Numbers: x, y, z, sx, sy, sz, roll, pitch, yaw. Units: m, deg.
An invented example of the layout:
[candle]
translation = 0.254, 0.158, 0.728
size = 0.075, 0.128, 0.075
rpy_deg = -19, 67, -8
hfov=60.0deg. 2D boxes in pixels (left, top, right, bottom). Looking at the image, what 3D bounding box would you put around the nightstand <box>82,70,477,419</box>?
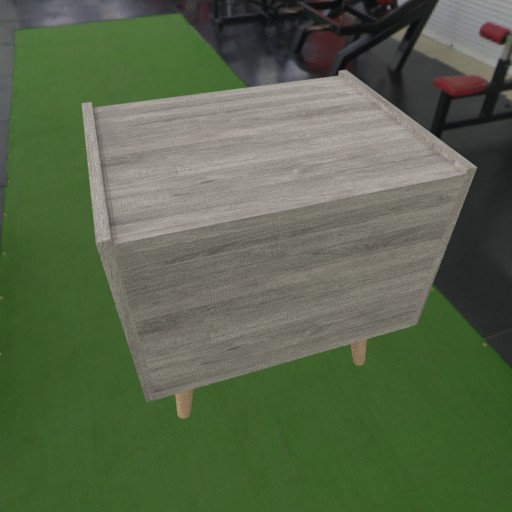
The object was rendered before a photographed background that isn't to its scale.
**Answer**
[nightstand]
translation = 0.000, 0.000, 0.822
size = 0.480, 0.500, 0.380
rpy_deg = -13, 44, -14
